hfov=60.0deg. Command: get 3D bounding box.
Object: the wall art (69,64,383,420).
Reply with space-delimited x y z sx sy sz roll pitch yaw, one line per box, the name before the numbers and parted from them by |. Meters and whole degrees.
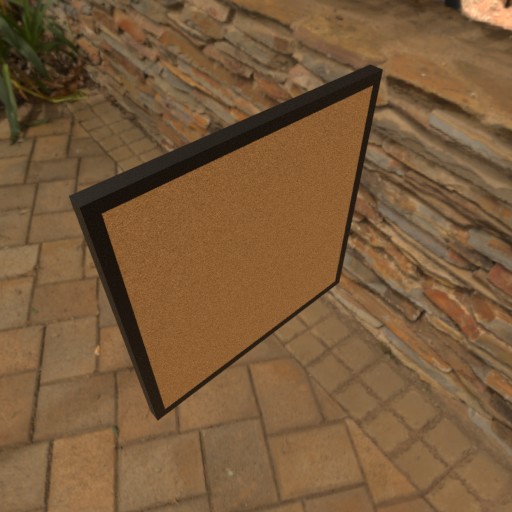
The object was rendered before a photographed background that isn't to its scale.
wall art | 0.000 0.000 1.143 0.762 0.762 0.038 -32 54 -28
